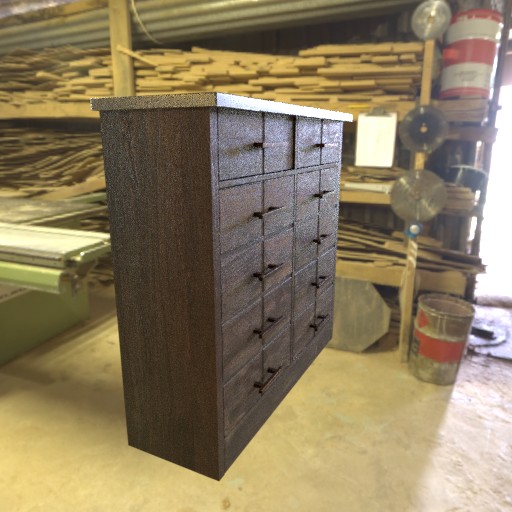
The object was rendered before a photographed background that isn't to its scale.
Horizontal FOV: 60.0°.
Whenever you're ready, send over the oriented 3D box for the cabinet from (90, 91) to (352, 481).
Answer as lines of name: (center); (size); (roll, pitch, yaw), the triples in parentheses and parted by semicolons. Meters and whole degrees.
cabinet: (0.000, 0.000, 1.451); (0.338, 0.919, 0.968); (8, 17, 26)
